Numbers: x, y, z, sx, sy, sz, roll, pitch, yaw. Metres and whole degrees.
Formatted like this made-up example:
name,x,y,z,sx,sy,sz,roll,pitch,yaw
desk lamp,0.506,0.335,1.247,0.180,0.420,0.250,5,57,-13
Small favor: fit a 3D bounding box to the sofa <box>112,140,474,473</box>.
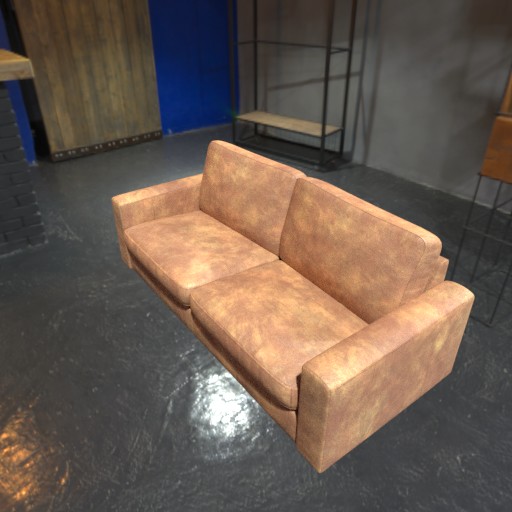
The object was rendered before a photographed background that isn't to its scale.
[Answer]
name,x,y,z,sx,sy,sz,roll,pitch,yaw
sofa,0.000,0.000,2.673,1.016,0.873,2.179,-21,37,-31
